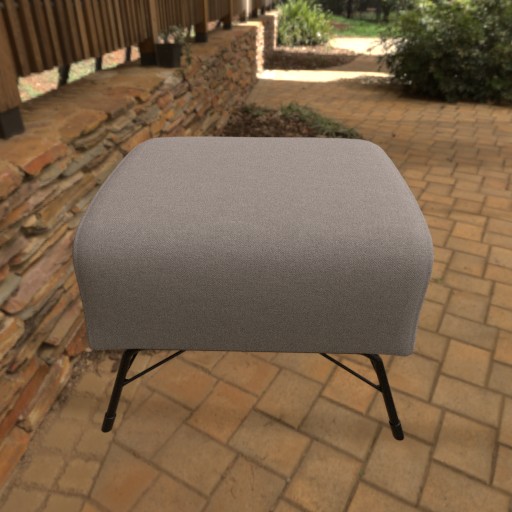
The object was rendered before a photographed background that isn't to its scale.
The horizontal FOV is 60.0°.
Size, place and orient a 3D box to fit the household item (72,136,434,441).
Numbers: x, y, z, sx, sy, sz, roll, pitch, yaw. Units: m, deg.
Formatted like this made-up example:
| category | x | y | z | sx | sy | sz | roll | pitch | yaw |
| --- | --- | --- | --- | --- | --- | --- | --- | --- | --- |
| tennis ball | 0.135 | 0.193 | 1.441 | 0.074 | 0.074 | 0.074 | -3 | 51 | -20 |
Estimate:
| category | x | y | z | sx | sy | sz | roll | pitch | yaw |
| --- | --- | --- | --- | --- | --- | --- | --- | --- | --- |
| household item | 0.000 | 0.000 | 0.887 | 0.530 | 0.410 | 0.530 | 1 | 32 | 2 |
